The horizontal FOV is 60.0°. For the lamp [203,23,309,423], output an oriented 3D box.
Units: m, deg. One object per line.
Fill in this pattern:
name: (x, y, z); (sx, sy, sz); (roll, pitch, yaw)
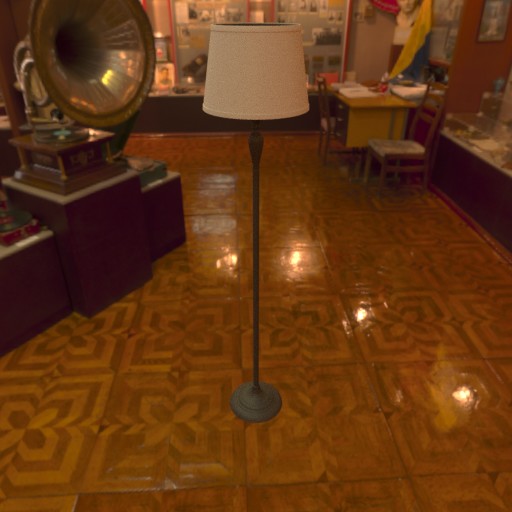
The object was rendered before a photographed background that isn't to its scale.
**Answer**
lamp: (0.000, 0.000, 1.625); (0.327, 1.506, 0.327); (0, 30, -1)
